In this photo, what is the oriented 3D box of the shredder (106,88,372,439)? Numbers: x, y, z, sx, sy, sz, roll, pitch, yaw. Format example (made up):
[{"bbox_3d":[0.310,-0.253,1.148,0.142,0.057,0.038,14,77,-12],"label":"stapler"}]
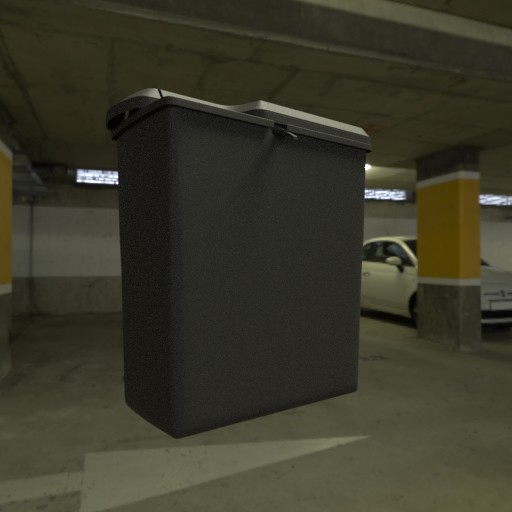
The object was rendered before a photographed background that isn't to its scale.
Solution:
[{"bbox_3d":[0.000,0.000,0.518,0.320,0.335,0.170,1,-1,-37],"label":"shredder"}]
